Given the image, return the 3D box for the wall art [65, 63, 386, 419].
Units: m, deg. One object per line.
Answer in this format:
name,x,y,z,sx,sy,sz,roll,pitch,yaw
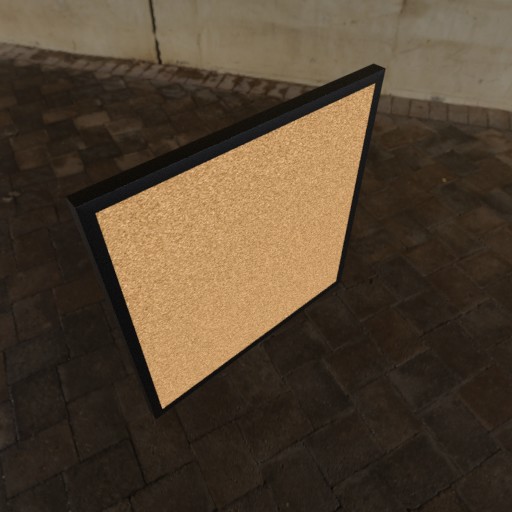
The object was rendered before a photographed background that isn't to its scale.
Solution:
wall art,0.000,0.000,1.126,0.756,0.755,0.036,-32,54,-27
